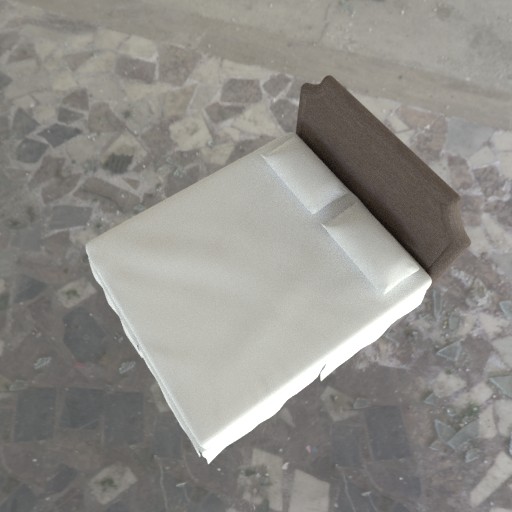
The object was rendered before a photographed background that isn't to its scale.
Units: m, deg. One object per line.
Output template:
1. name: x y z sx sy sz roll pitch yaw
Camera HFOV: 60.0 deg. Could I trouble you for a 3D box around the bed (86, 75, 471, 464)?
1. bed: 0.000 0.000 4.086 2.773 1.590 2.350 -32 68 -15
